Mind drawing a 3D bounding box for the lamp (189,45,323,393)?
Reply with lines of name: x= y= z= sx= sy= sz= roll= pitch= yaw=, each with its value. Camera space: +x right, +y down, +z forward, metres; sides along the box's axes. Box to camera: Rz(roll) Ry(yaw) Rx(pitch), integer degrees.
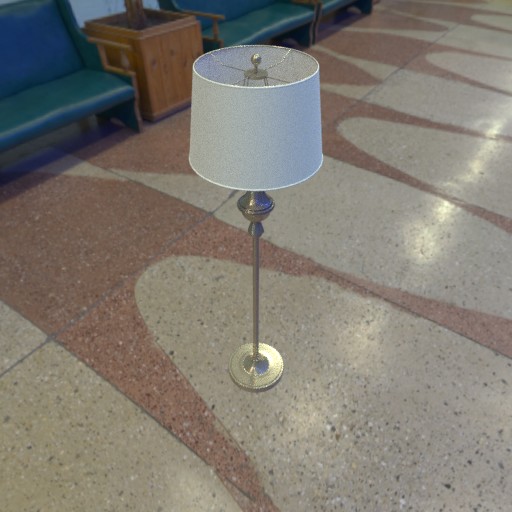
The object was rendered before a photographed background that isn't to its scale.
lamp: x=0.000 y=0.000 z=1.718 sx=0.431 sy=1.488 sz=0.431 roll=0 pitch=41 yaw=0
